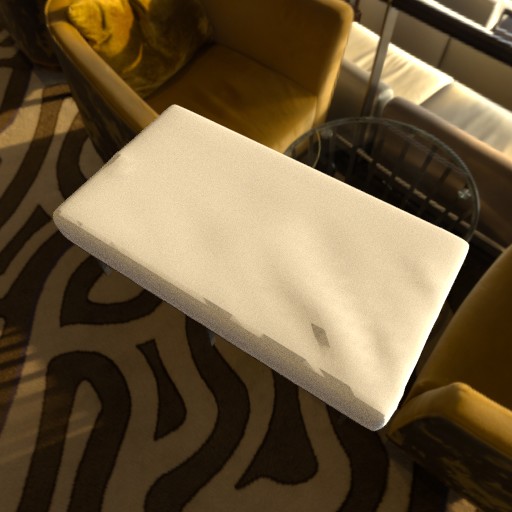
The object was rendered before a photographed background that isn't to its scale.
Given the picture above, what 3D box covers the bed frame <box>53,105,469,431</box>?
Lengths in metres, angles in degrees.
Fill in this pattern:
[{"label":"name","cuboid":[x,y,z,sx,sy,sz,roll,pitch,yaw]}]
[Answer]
[{"label":"bed frame","cuboid":[0.000,0.000,2.454,1.908,0.640,1.025,29,63,16]}]
